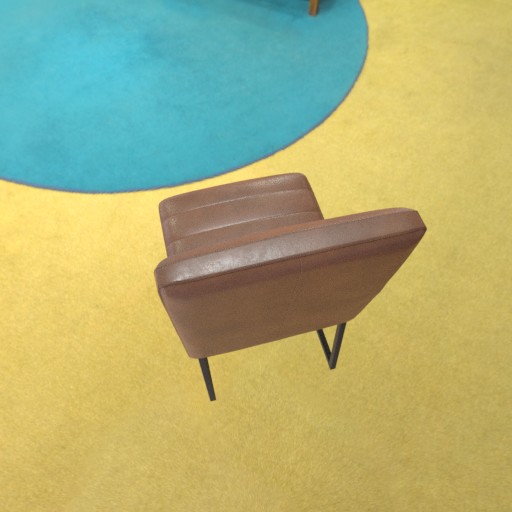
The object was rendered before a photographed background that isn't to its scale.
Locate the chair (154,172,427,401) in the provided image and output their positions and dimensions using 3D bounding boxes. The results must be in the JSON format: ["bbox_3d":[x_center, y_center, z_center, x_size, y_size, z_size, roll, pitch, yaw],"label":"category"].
[{"bbox_3d":[0.000,0.000,1.320,0.520,0.930,0.634,-12,58,-8],"label":"chair"}]
